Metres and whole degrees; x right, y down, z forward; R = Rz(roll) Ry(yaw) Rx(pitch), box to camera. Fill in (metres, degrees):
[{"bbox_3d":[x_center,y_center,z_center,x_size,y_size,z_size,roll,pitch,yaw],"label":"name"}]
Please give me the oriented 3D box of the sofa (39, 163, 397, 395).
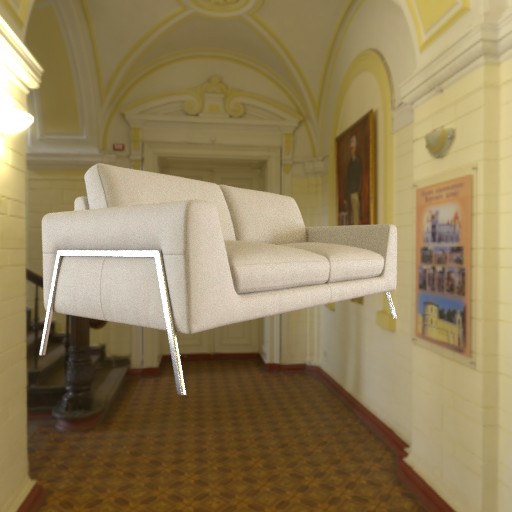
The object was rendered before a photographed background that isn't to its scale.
[{"bbox_3d":[0.000,0.000,2.517,0.953,0.875,2.017,1,1,37],"label":"sofa"}]
